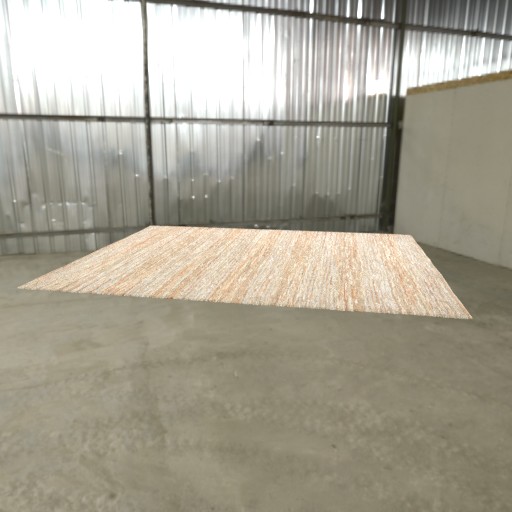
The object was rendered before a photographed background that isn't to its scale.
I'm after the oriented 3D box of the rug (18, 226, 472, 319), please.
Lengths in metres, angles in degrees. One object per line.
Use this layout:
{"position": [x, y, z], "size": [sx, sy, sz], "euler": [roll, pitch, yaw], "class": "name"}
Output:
{"position": [0.000, 0.000, 3.864], "size": [2.939, 0.009, 2.313], "euler": [3, 15, 10], "class": "rug"}
